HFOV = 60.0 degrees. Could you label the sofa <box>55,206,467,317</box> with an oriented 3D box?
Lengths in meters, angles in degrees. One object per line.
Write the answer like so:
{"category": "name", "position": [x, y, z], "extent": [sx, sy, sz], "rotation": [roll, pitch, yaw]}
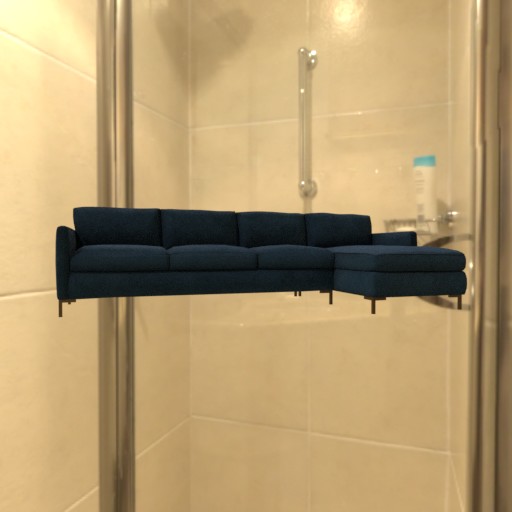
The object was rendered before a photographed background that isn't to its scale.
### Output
{"category": "sofa", "position": [0.000, 0.000, 3.503], "extent": [2.932, 0.810, 1.350], "rotation": [0, 1, -18]}
